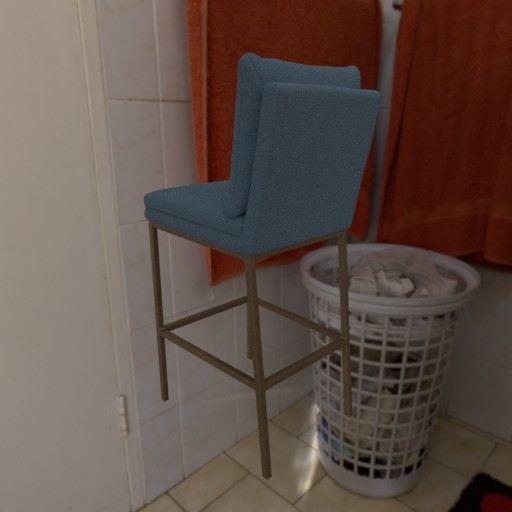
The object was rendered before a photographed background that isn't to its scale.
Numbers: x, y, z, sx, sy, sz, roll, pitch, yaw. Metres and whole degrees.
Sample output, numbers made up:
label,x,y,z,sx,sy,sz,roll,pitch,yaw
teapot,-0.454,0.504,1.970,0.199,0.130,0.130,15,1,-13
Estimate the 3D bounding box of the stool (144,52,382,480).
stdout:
label,x,y,z,sx,sy,sz,roll,pitch,yaw
stool,0.000,0.000,1.414,0.463,1.124,0.568,-16,23,-41
